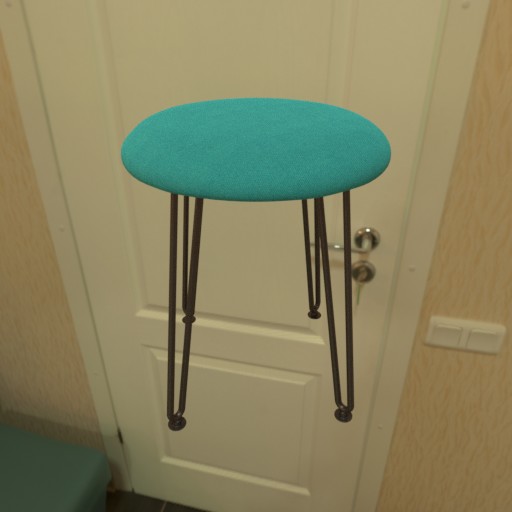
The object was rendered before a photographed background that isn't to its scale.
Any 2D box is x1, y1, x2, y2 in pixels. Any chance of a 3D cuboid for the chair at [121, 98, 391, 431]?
[{"bbox_3d":[0.000,0.000,0.678,0.350,0.430,0.350,-8,30,-13],"label":"chair"}]
